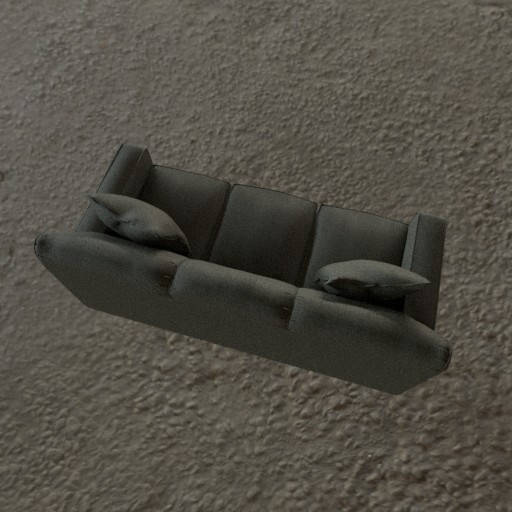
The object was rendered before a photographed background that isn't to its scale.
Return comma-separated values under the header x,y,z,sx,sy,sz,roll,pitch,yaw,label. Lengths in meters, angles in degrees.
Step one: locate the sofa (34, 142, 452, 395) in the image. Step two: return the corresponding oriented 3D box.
x,y,z,sx,sy,sz,roll,pitch,yaw,label
0.000,0.000,2.598,2.024,0.958,0.997,14,65,7,sofa
